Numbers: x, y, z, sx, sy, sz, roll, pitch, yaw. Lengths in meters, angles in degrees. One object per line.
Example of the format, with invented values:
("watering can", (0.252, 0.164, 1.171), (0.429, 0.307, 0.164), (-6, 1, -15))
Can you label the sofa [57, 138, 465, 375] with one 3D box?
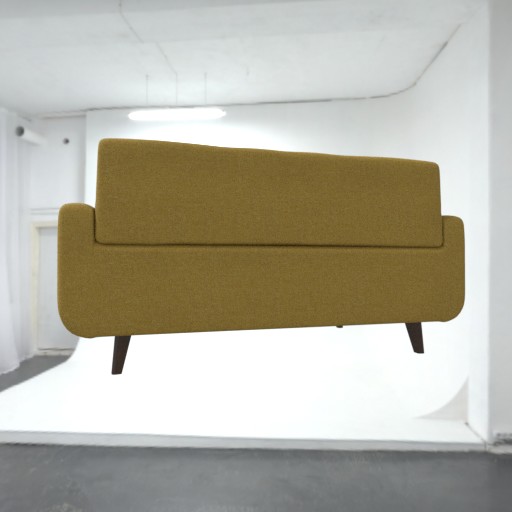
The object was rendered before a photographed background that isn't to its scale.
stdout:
("sofa", (0.000, 0.000, 2.116), (1.631, 0.841, 0.909), (0, -1, -16))
